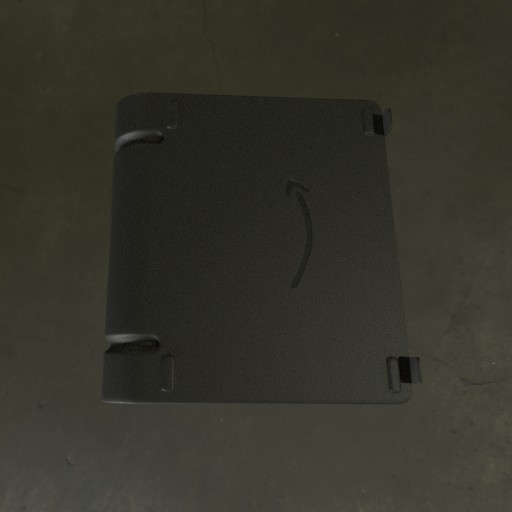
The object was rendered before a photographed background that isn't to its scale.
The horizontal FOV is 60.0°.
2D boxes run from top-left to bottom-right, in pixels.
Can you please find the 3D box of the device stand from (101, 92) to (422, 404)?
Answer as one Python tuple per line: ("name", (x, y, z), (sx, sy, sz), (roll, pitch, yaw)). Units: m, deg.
("device stand", (0.000, 0.000, 0.402), (0.236, 0.155, 0.256), (-2, 76, 0))
